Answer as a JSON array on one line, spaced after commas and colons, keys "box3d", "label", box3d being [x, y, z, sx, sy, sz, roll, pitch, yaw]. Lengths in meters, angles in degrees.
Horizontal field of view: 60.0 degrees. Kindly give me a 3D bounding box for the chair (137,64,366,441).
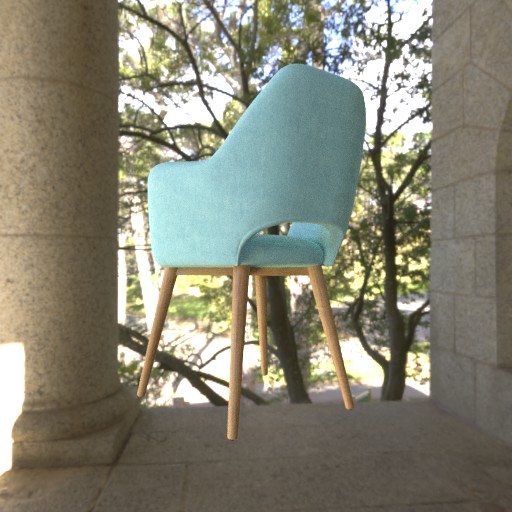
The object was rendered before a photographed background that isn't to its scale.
[{"box3d": [0.000, 0.000, 1.248, 0.590, 0.840, 0.610, 1, -2, -35], "label": "chair"}]
